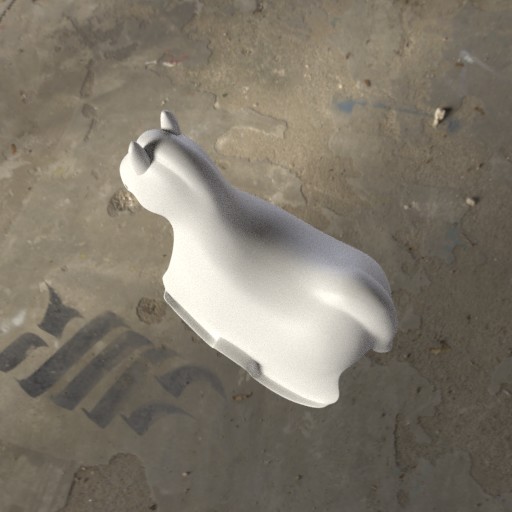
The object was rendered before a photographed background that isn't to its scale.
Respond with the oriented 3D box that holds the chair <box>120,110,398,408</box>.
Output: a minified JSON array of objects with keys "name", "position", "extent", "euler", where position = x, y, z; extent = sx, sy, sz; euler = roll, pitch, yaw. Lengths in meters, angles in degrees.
[{"name":"chair","position":[0.000,0.000,1.126],"extent":[0.800,0.612,0.429],"euler":[31,68,14]}]
